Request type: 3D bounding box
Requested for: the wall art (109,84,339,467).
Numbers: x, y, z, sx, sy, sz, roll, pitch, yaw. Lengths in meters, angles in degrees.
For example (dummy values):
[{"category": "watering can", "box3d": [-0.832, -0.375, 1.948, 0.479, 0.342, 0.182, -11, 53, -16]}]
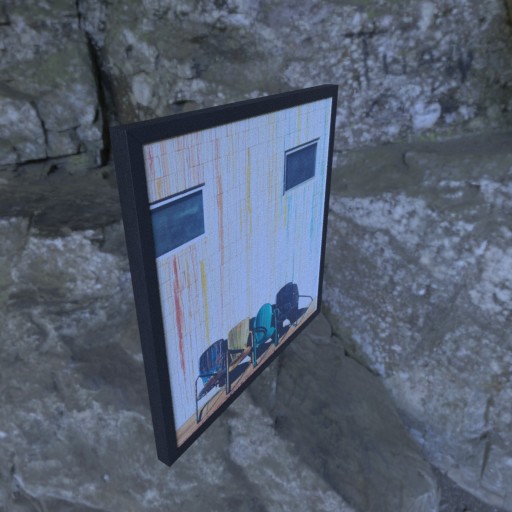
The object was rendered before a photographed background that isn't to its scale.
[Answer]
[{"category": "wall art", "box3d": [0.000, 0.000, 1.139, 0.039, 0.763, 0.763, 17, 32, 30]}]
